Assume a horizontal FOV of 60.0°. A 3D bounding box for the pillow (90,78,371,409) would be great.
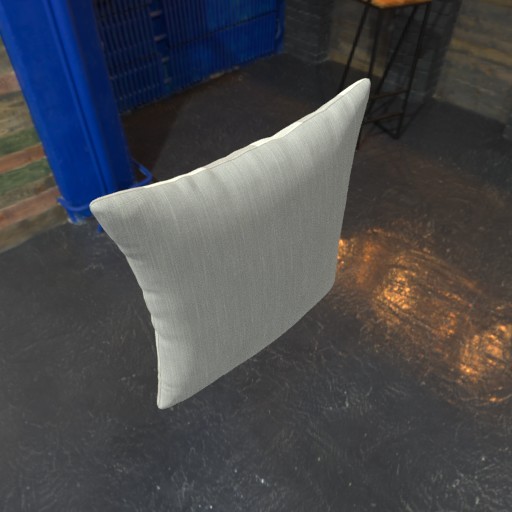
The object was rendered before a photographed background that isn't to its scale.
[{"bbox_3d":[0.000,0.000,0.805,0.511,0.509,0.161,-32,53,-28],"label":"pillow"}]
